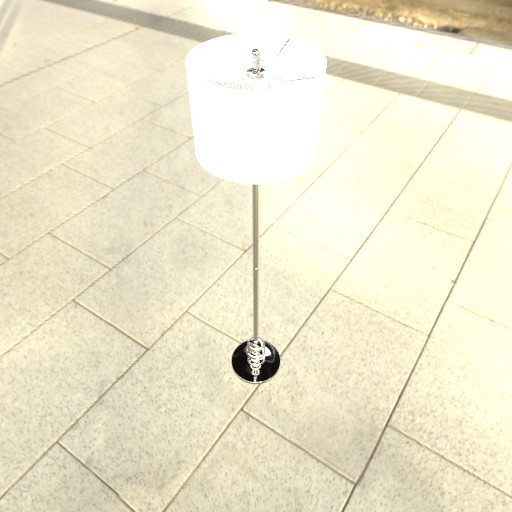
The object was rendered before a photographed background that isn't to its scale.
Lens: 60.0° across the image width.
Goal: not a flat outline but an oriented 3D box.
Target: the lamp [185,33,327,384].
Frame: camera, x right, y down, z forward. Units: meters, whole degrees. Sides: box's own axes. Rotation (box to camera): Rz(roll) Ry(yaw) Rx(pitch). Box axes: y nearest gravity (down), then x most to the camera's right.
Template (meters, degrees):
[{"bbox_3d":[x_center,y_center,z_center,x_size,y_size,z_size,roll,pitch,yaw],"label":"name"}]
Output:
[{"bbox_3d":[0.000,0.000,1.638,0.356,1.487,0.356,24,51,22],"label":"lamp"}]
